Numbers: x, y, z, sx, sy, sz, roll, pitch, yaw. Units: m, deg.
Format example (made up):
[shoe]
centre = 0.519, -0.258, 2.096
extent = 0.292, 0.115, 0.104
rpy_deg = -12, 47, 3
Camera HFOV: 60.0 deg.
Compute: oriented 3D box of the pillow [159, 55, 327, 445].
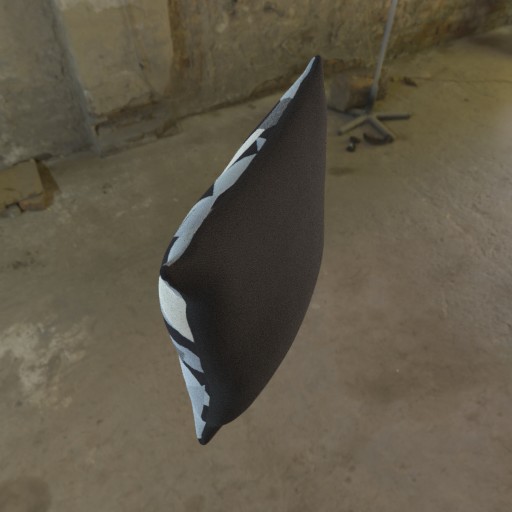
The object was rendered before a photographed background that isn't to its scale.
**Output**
[pillow]
centre = 0.000, 0.000, 0.756
extent = 0.208, 0.496, 0.503
rpy_deg = 18, 51, 15
